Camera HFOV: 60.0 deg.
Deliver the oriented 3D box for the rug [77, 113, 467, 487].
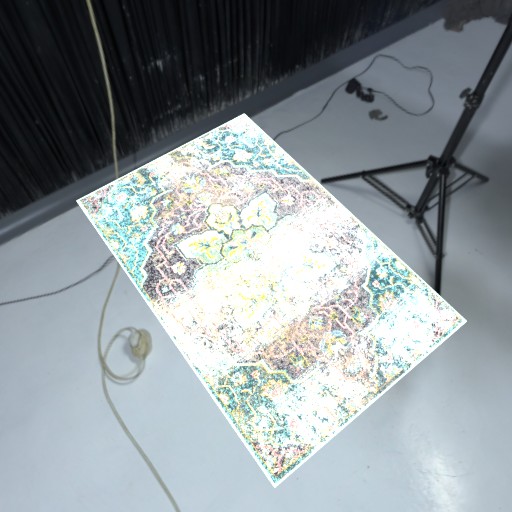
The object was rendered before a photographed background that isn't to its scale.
[{"bbox_3d":[0.000,0.000,2.999,1.566,0.004,2.363,-32,64,-18],"label":"rug"}]
